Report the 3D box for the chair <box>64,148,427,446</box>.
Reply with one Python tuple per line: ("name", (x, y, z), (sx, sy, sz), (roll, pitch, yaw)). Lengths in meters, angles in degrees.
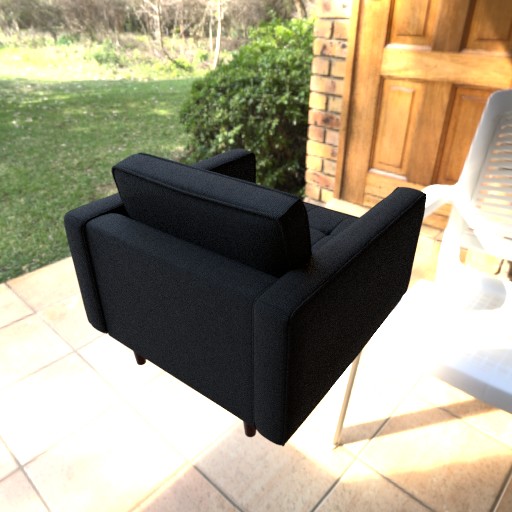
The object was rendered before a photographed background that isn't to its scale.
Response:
("chair", (0.000, 0.000, 1.603), (0.899, 0.770, 0.919), (21, 37, 31))
